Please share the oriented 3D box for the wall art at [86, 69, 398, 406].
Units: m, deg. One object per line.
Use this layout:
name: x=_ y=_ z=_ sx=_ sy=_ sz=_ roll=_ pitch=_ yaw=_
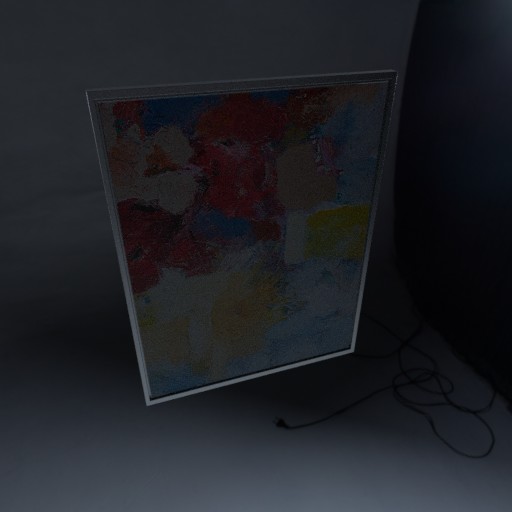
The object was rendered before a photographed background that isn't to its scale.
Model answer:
wall art: x=0.000 y=0.000 z=1.393 sx=0.816 sy=1.046 sz=0.030 roll=-10 pitch=33 yaw=-16
